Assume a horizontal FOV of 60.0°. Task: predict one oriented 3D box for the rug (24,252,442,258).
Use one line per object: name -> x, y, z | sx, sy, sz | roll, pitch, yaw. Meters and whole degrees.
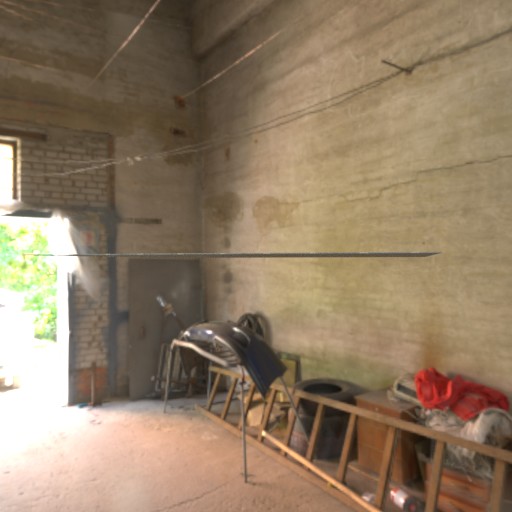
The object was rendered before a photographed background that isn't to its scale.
rug -> 0.000, 0.000, 3.942 | 2.892, 0.006, 2.283 | 0, -1, 19
